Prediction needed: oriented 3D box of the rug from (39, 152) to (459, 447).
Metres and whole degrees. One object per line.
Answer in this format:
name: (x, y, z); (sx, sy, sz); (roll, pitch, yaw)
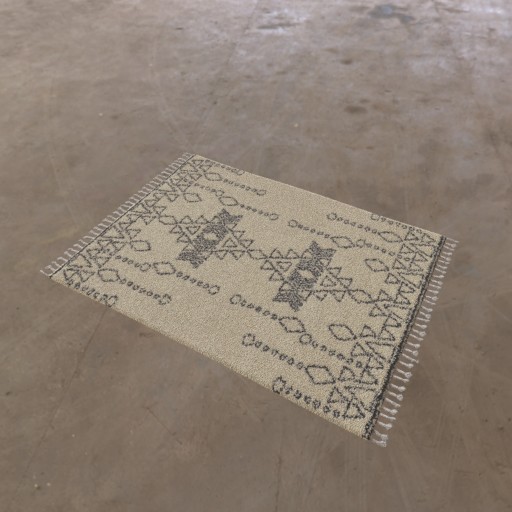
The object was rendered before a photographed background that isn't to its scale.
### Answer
rug: (0.000, 0.000, 3.873); (3.027, 0.028, 2.125); (22, 50, 20)
